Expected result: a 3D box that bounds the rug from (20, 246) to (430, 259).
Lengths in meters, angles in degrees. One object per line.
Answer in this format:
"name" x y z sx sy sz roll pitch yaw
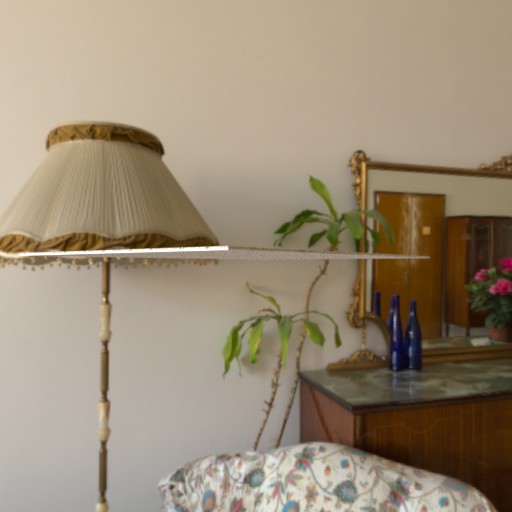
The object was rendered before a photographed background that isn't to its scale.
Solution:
"rug" 0.000 0.000 2.871 1.521 0.015 2.280 -1 -1 38
